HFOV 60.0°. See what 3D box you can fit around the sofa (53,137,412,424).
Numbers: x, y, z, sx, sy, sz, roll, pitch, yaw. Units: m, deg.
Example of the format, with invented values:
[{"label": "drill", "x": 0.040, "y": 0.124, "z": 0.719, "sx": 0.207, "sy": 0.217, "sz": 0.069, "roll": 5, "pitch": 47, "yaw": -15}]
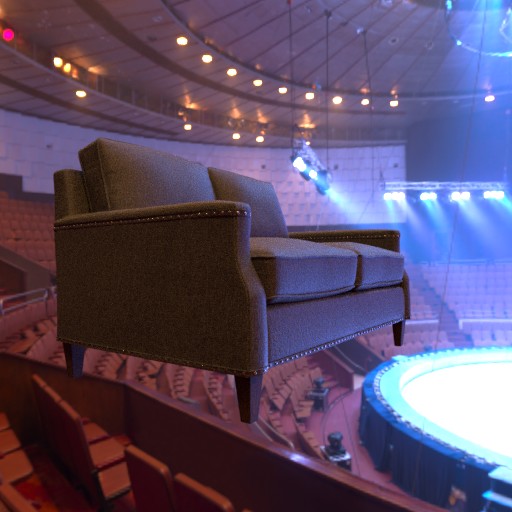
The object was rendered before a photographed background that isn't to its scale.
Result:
[{"label": "sofa", "x": 0.000, "y": 0.000, "z": 2.183, "sx": 1.084, "sy": 1.003, "sz": 1.597, "roll": 0, "pitch": -1, "yaw": 35}]
